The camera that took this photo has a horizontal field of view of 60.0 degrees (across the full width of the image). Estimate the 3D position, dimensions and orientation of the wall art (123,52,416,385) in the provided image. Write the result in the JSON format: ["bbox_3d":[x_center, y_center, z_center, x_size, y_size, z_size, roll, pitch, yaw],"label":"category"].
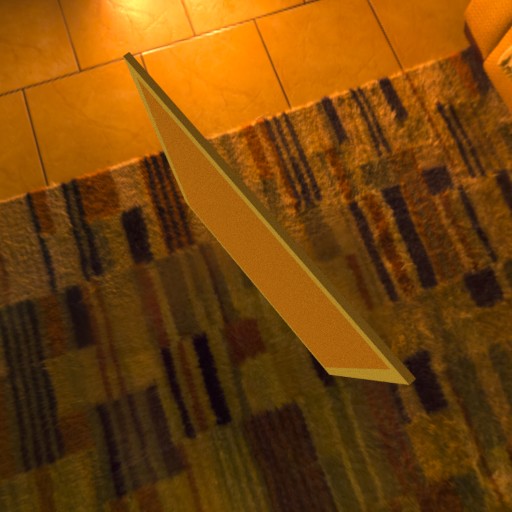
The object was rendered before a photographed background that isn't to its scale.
[{"bbox_3d":[0.000,0.000,0.674,0.009,0.457,0.456,-39,79,-9],"label":"wall art"}]
